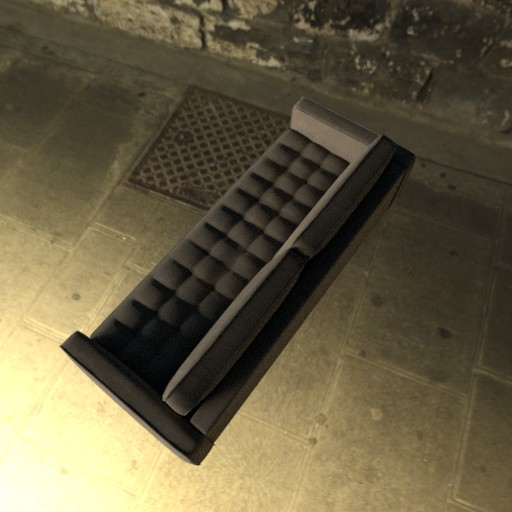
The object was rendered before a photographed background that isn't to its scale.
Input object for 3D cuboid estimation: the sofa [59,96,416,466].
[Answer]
[{"bbox_3d":[0.000,0.000,2.735,0.923,0.813,2.295,34,68,16],"label":"sofa"}]
